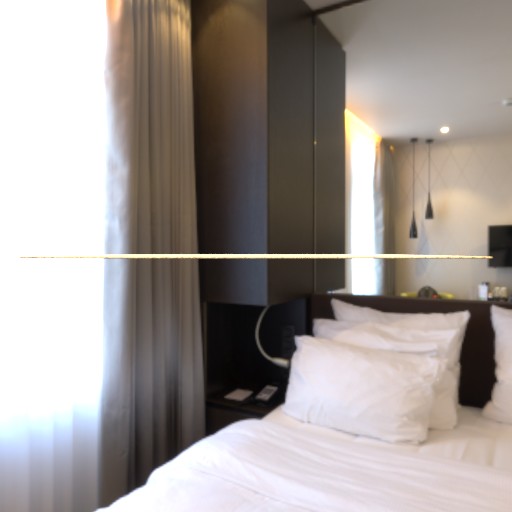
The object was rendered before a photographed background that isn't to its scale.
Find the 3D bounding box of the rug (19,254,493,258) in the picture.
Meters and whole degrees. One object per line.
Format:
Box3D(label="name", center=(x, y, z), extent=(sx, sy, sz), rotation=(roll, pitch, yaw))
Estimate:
Box3D(label="rug", center=(0.000, 0.000, 2.308), extent=(1.827, 0.007, 1.211), rotation=(0, 1, 1))
